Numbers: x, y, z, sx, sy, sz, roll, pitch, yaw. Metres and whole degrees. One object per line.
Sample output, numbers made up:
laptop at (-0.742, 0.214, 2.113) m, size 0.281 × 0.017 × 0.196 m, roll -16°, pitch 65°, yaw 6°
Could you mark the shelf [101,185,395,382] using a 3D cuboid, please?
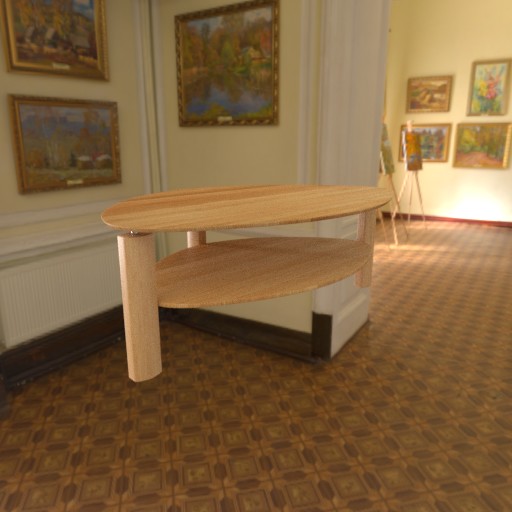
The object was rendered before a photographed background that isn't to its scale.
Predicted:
shelf at (0.000, 0.000, 1.669) m, size 1.246 × 0.440 × 0.845 m, roll -14°, pitch 21°, yaw -43°
